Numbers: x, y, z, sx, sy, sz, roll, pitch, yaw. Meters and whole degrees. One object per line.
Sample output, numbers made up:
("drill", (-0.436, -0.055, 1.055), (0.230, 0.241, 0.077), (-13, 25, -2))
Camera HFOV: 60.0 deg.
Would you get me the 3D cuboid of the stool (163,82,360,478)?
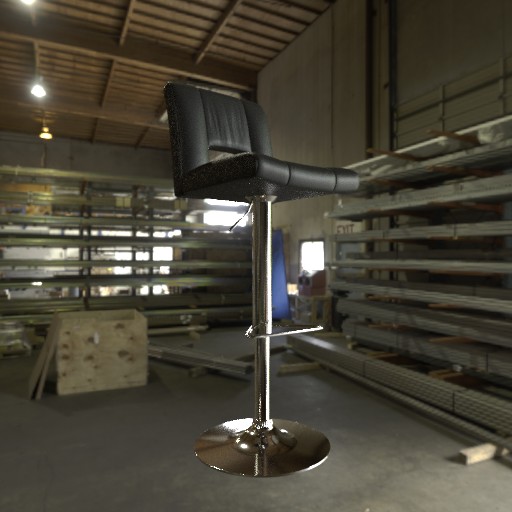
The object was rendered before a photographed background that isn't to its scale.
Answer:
("stool", (0.000, 0.000, 1.381), (0.415, 1.151, 0.520), (0, 0, -37))
